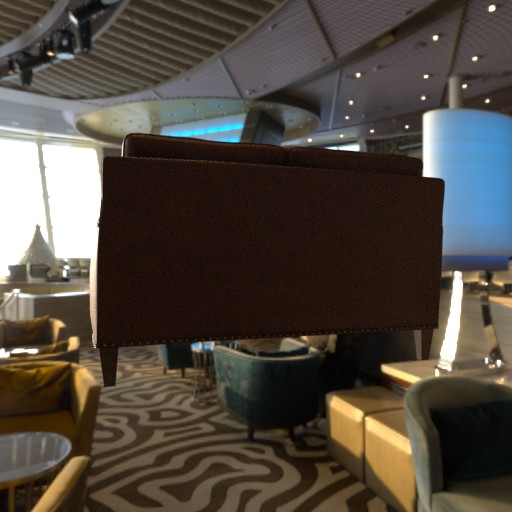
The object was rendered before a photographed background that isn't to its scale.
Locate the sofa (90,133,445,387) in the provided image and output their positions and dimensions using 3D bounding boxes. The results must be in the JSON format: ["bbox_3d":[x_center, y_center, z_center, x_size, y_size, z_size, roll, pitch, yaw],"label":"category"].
[{"bbox_3d":[0.000,0.000,2.317,1.628,1.003,1.083,0,0,-18],"label":"sofa"}]
